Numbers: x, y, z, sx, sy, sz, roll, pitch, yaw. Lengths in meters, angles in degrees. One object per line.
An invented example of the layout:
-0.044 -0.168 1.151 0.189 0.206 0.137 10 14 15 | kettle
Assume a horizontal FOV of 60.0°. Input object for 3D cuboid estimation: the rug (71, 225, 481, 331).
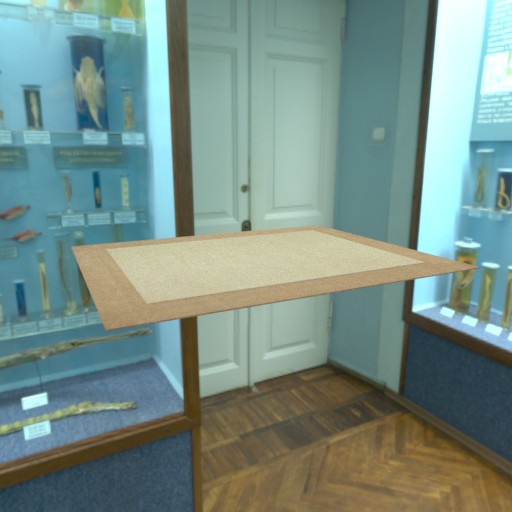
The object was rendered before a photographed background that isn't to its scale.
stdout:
0.000 0.000 4.162 3.048 0.014 2.438 -7 15 -26 | rug
